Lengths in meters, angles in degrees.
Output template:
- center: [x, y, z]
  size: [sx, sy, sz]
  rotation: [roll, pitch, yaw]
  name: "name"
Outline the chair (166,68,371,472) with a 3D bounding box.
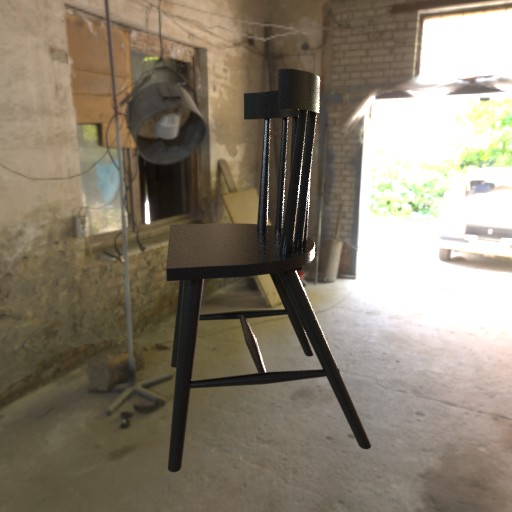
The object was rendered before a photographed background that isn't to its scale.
- center: [0.000, 0.000, 1.155]
  size: [0.483, 0.844, 0.506]
  rotation: [-2, 15, -9]
  name: "chair"
